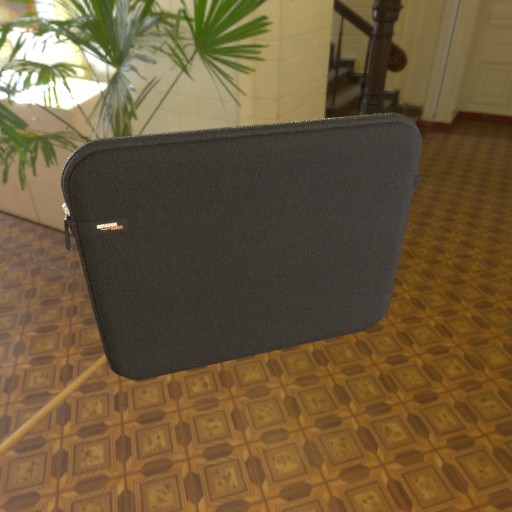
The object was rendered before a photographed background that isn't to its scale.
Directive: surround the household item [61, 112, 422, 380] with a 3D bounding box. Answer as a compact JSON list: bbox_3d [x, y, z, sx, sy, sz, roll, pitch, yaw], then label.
[{"bbox_3d":[0.000,0.000,0.518,0.396,0.305,0.030,-9,34,-14],"label":"household item"}]
